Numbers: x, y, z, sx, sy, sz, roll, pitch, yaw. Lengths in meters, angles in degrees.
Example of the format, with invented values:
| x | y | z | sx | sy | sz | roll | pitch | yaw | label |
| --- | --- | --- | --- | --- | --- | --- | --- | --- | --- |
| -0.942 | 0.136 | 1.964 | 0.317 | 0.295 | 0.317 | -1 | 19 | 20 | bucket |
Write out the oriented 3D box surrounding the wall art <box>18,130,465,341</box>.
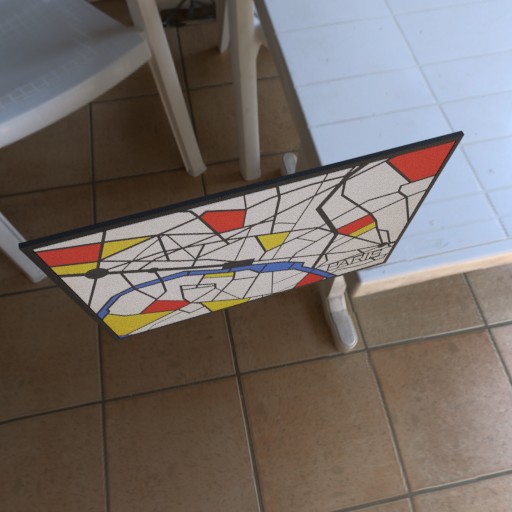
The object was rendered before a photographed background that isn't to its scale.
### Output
| x | y | z | sx | sy | sz | roll | pitch | yaw | label |
| --- | --- | --- | --- | --- | --- | --- | --- | --- | --- |
| 0.000 | 0.000 | 1.220 | 0.963 | 0.665 | 0.013 | -15 | 65 | -7 | wall art |
